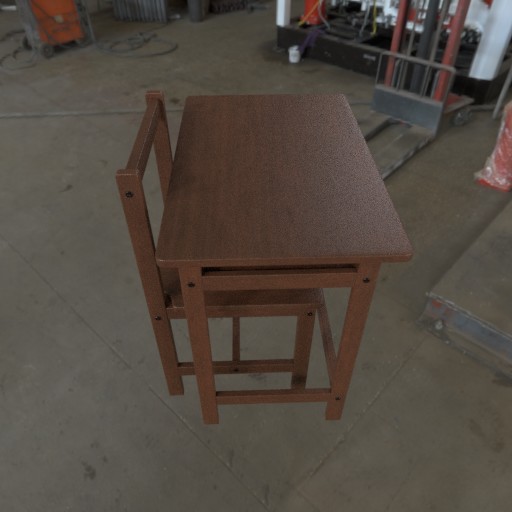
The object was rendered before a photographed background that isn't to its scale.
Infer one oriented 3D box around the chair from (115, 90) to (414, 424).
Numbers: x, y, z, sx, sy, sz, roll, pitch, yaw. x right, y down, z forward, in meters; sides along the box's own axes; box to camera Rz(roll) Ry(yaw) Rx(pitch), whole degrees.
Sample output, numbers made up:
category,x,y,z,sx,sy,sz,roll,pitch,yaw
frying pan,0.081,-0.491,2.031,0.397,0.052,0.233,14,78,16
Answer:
category,x,y,z,sx,sy,sz,roll,pitch,yaw
chair,0.000,0.000,1.062,0.463,0.673,0.599,-1,42,-1
